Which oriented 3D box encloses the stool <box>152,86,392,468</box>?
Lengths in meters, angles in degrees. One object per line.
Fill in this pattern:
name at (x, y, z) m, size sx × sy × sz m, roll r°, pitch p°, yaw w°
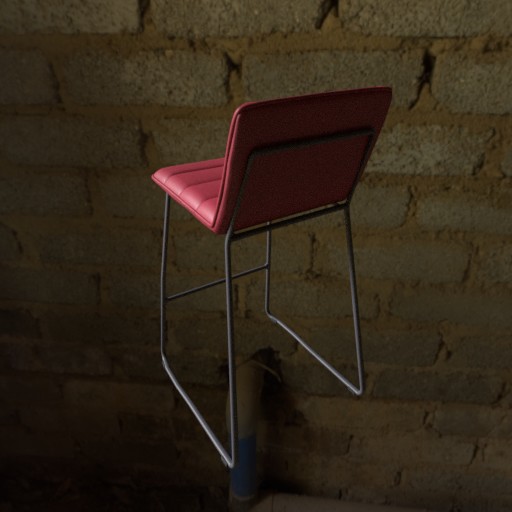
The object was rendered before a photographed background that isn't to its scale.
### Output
stool at (0.000, 0.000, 1.241) m, size 0.489 × 0.937 × 0.524 m, roll -18°, pitch 34°, yaw -28°
